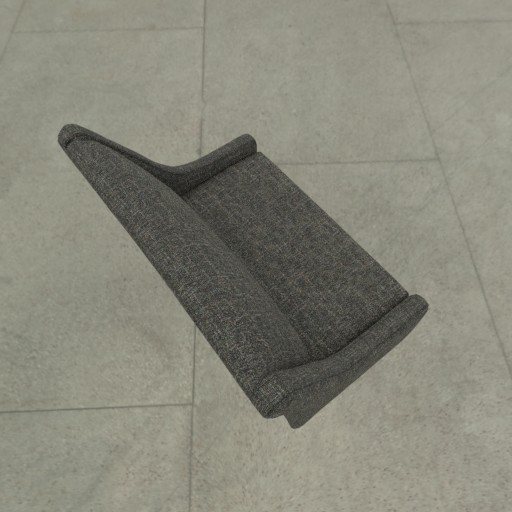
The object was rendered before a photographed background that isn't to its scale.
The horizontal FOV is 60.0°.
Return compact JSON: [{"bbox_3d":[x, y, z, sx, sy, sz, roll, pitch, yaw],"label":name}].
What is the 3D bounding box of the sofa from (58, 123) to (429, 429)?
[{"bbox_3d":[0.000,0.000,1.872,0.870,1.021,1.242,-34,65,-18],"label":"sofa"}]
